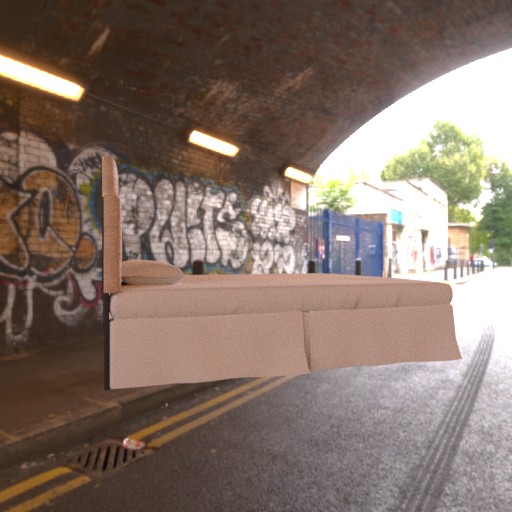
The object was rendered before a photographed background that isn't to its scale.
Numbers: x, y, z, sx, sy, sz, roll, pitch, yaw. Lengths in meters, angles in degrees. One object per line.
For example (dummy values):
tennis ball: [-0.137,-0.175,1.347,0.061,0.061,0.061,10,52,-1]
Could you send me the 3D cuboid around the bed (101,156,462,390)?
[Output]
bed: [0.000,0.000,2.990,1.970,1.194,1.667,0,0,-19]
